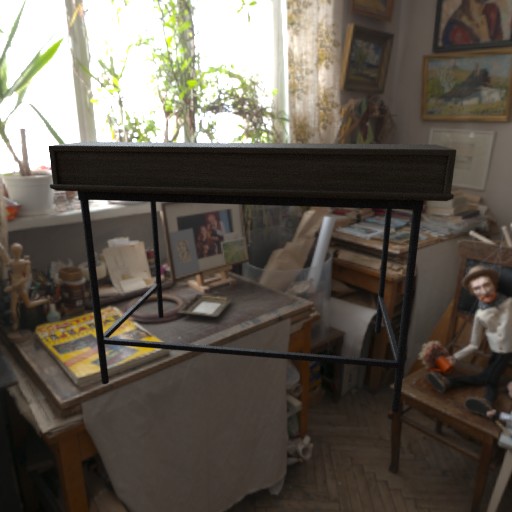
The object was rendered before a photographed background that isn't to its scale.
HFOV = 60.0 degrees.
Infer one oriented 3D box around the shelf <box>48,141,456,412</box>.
[{"bbox_3d":[0.000,0.000,1.726,1.212,0.865,0.685,3,18,9],"label":"shelf"}]
